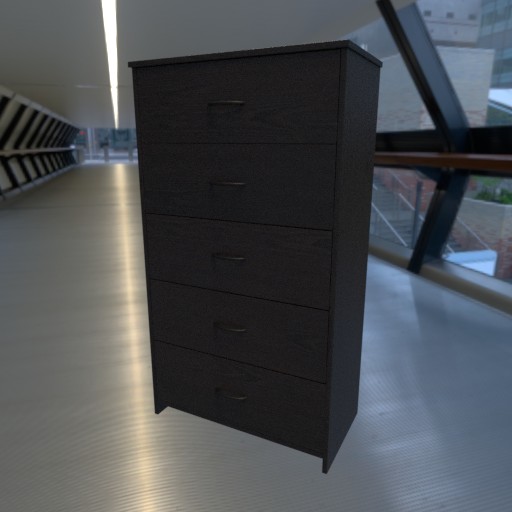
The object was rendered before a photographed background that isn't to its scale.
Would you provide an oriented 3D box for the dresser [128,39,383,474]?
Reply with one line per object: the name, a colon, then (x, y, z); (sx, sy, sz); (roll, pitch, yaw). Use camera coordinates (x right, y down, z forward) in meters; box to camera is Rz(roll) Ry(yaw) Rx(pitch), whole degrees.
dresser: (0.000, 0.000, 1.546); (0.704, 1.254, 0.418); (8, 17, 27)
